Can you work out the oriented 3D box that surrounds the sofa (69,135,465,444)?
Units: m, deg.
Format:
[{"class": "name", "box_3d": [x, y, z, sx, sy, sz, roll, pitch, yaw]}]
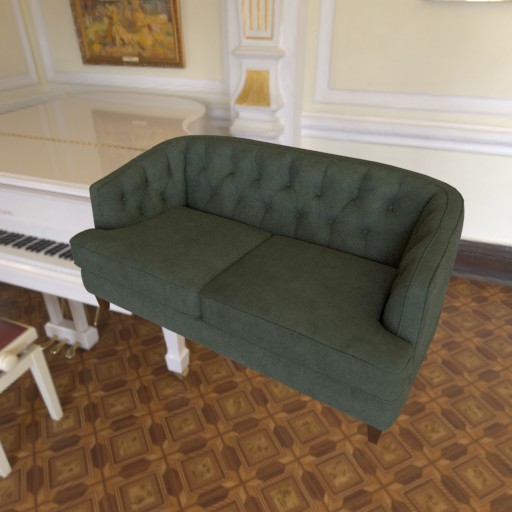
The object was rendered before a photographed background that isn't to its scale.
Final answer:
[{"class": "sofa", "box_3d": [0.000, 0.000, 2.185, 1.733, 0.855, 0.941, 18, 35, 28]}]
